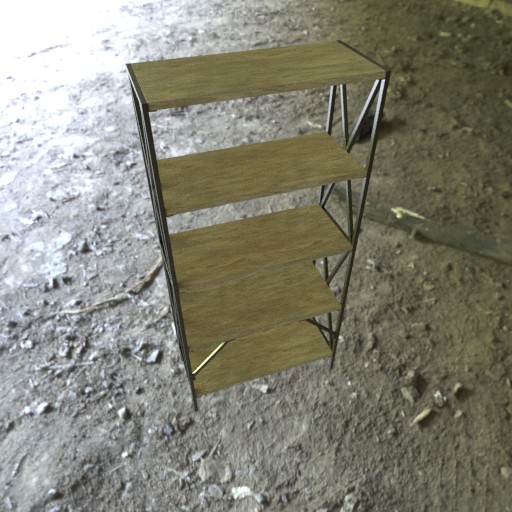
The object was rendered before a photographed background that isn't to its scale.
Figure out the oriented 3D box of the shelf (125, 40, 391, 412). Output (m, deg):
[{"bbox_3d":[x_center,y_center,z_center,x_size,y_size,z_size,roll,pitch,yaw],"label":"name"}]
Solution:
[{"bbox_3d":[0.000,0.000,2.184,0.874,1.803,0.386,-13,43,-14],"label":"shelf"}]
